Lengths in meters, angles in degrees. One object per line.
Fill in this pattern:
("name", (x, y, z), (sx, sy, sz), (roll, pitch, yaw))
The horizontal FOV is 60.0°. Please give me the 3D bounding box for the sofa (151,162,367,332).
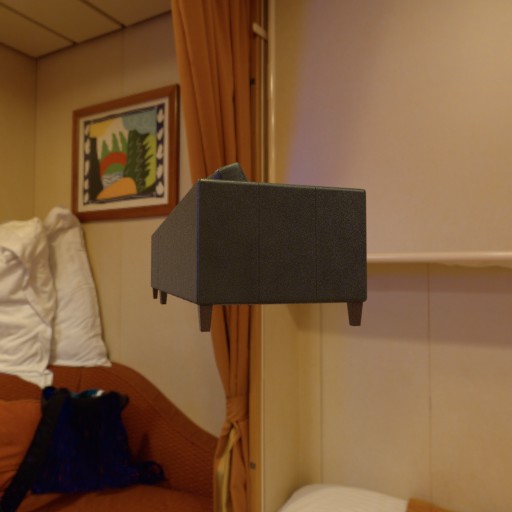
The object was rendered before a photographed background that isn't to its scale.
("sofa", (0.000, 0.000, 3.883), (1.581, 0.883, 3.203), (1, -3, -17))
